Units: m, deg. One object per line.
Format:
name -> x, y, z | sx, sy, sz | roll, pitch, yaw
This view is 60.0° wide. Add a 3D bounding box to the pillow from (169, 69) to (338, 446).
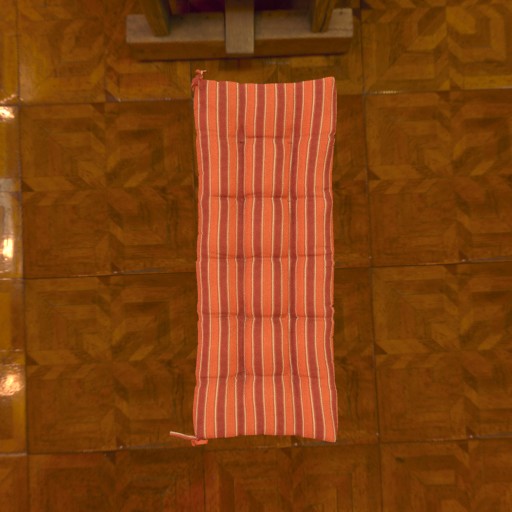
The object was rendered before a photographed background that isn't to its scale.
pillow -> 0.000, 0.000, 1.384 | 0.511, 0.174, 1.194 | 0, 89, 0
